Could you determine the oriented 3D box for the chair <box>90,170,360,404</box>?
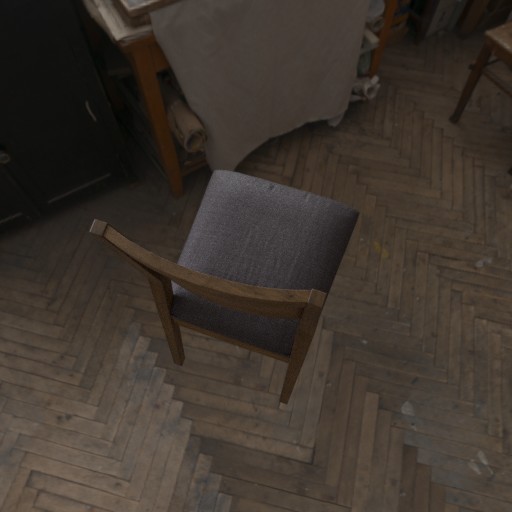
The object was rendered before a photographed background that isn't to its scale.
[{"bbox_3d":[0.000,0.000,1.276,0.501,0.939,0.610,17,64,9],"label":"chair"}]
